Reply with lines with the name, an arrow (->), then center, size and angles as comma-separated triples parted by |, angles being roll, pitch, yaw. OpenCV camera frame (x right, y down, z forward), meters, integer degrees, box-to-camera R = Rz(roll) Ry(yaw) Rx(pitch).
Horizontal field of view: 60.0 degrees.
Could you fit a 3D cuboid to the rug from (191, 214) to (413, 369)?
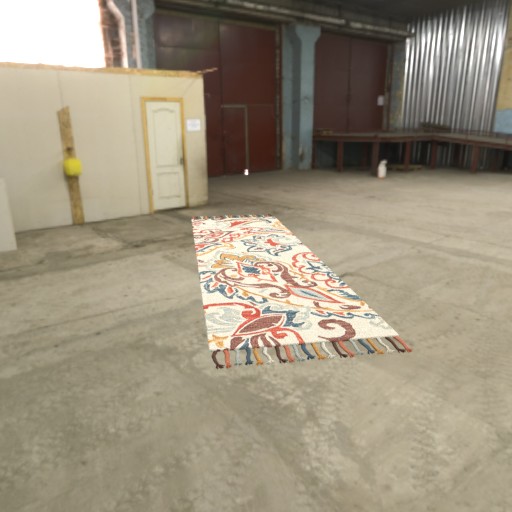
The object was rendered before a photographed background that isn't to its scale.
rug -> 0.000, 0.000, 2.873 | 0.763, 0.015, 2.682 | -3, 17, -9
